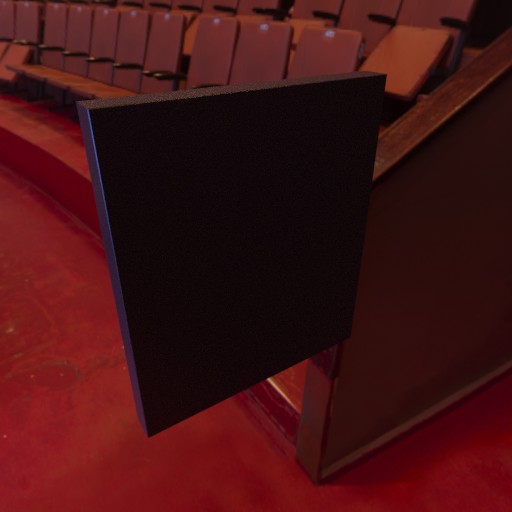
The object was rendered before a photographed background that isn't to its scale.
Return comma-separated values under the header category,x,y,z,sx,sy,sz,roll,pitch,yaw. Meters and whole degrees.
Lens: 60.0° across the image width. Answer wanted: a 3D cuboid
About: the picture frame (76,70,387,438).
category,x,y,z,sx,sy,sz,roll,pitch,yaw
picture frame,0.000,0.000,0.520,0.328,0.378,0.034,-18,35,-29
